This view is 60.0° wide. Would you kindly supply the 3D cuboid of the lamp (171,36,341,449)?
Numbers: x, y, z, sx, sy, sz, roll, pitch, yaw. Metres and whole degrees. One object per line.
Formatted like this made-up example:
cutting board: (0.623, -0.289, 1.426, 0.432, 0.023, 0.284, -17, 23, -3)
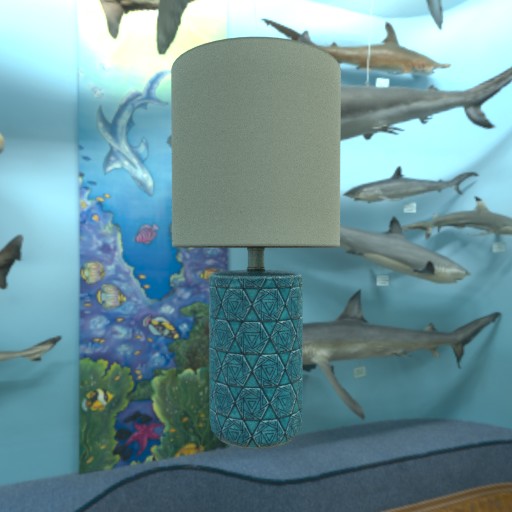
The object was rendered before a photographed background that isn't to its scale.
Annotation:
lamp: (0.000, 0.000, 0.742, 0.278, 0.597, 0.278, 0, 1, -19)
